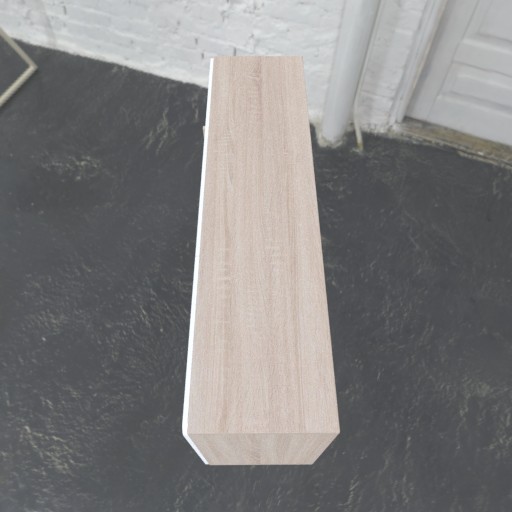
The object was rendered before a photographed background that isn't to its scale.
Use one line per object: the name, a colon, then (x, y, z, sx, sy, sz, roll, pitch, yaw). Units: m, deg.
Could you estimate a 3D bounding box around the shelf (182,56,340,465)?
shelf: (0.000, 0.000, 1.799, 0.400, 0.780, 1.490, 0, 58, 0)
